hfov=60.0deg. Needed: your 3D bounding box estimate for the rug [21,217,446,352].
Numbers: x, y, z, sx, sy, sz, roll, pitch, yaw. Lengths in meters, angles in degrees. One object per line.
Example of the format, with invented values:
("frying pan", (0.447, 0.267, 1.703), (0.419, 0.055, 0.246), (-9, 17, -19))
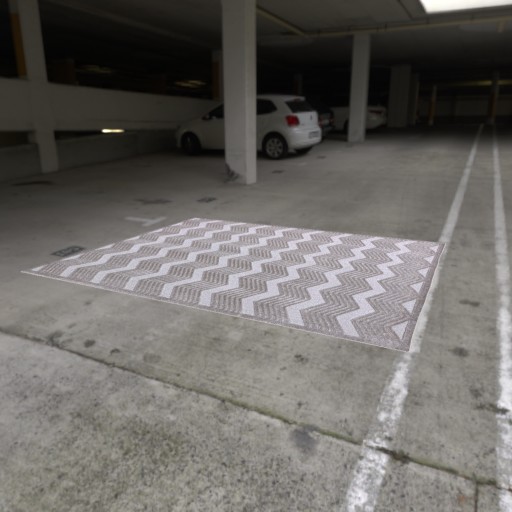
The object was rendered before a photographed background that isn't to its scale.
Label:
("rug", (0.000, 0.000, 3.835), (2.880, 0.005, 2.391), (8, 18, 25))
